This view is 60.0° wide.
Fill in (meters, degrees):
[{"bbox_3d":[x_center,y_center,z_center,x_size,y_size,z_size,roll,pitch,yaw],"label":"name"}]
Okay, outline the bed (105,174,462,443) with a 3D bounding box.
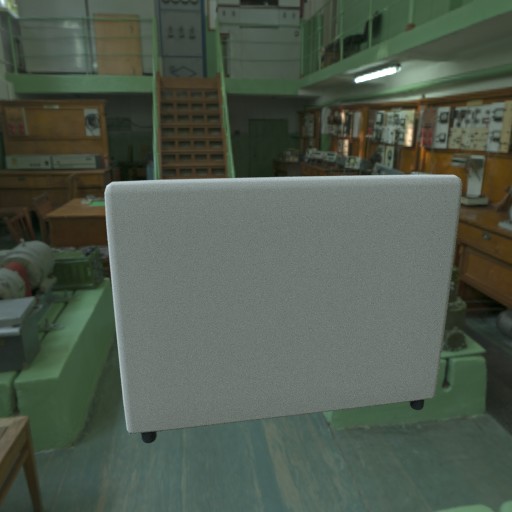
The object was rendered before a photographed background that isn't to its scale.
[{"bbox_3d":[0.000,0.000,3.173,1.748,1.330,2.142,-3,16,-10],"label":"bed"}]
